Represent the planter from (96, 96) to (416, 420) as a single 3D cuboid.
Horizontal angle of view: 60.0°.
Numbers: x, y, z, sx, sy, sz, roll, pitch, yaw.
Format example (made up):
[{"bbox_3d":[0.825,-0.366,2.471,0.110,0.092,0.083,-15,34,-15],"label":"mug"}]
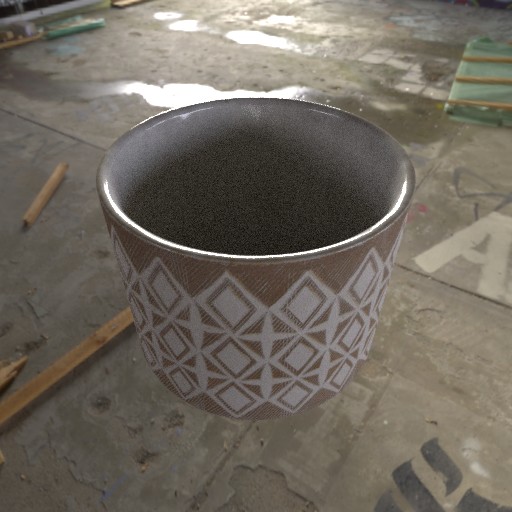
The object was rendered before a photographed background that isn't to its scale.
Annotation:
[{"bbox_3d":[0.000,0.000,0.331,0.193,0.165,0.193,0,42,0],"label":"planter"}]
